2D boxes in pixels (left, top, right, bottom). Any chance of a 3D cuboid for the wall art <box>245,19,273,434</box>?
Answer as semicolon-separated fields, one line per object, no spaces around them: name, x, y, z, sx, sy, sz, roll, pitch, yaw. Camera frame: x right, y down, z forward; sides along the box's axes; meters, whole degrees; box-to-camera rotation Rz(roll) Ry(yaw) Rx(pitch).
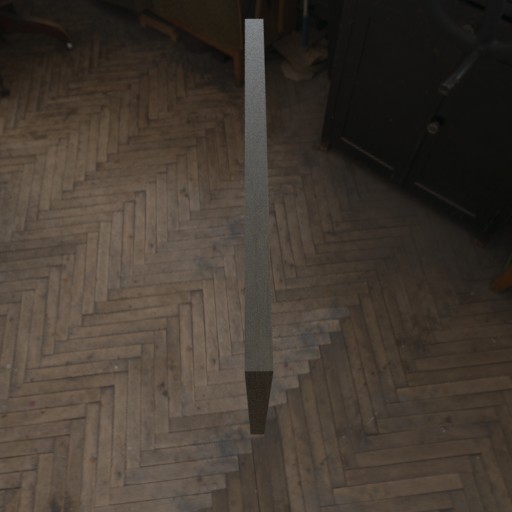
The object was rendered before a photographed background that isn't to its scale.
wall art;0.000;0.000;1.115;0.039;0.758;0.758;-1;62;0
